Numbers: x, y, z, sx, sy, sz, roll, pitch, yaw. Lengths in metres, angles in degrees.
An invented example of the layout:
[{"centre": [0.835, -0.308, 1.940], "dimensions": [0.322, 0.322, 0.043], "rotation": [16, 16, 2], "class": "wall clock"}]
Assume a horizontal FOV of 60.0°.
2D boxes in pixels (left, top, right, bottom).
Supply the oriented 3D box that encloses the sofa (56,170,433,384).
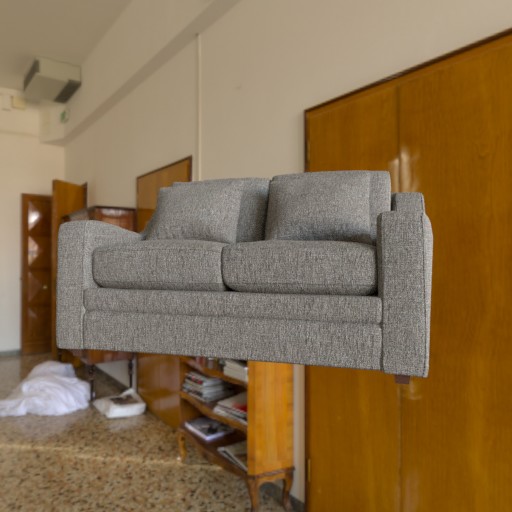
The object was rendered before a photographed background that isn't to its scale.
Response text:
[{"centre": [0.000, 0.000, 2.415], "dimensions": [1.778, 0.991, 1.120], "rotation": [0, 0, 19], "class": "sofa"}]
